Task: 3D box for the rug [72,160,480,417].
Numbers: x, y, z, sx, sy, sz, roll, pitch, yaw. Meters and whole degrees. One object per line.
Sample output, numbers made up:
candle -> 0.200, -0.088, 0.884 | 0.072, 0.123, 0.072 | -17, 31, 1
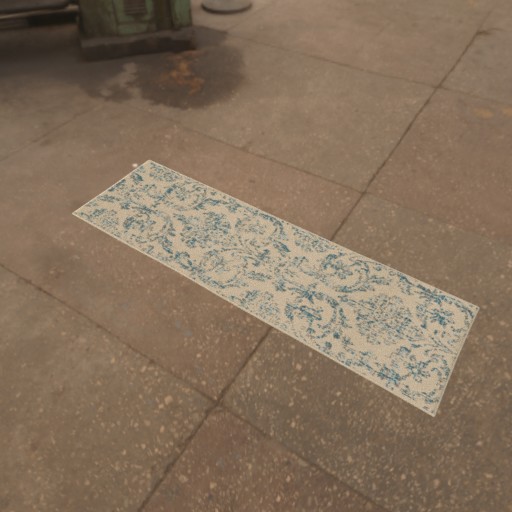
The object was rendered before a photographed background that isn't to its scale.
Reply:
rug -> 0.000, 0.000, 2.398 | 2.196, 0.011, 0.662 | 26, 53, 22
